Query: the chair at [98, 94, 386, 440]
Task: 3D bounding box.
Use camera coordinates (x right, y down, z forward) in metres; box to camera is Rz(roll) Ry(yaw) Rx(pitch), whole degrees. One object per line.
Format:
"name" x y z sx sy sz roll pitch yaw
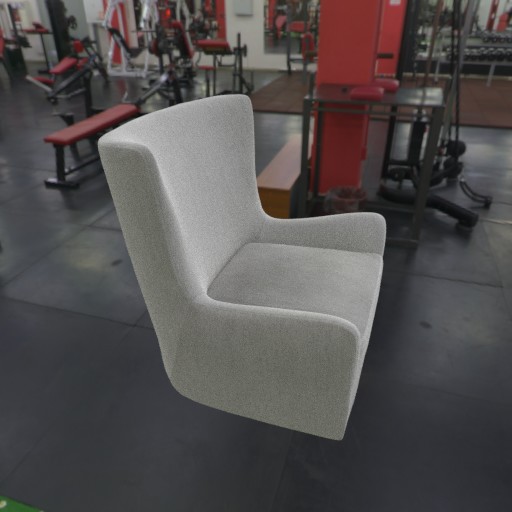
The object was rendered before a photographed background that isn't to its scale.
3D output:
"chair" 0.000 0.000 1.647 0.904 1.000 0.779 10 32 17
